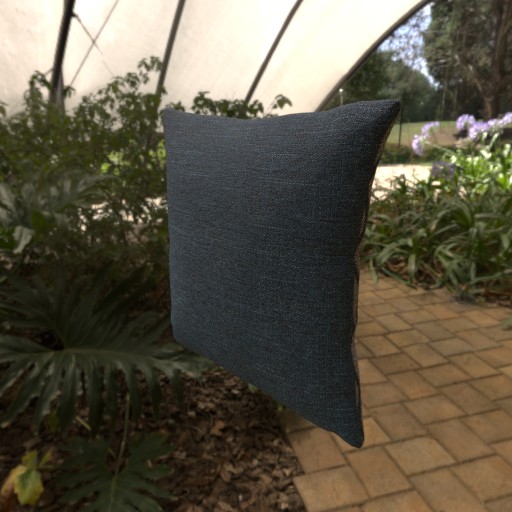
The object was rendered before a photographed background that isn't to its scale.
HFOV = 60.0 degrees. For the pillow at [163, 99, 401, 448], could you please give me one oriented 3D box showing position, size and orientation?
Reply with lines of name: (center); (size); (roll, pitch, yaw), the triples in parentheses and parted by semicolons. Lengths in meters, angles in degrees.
pillow: (0.000, 0.000, 0.664); (0.159, 0.435, 0.435); (-15, 22, -43)
